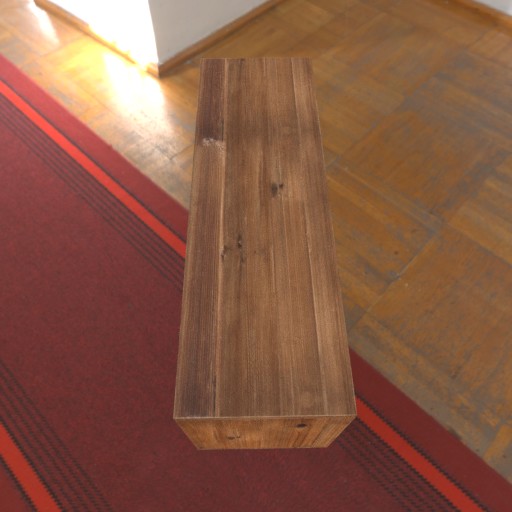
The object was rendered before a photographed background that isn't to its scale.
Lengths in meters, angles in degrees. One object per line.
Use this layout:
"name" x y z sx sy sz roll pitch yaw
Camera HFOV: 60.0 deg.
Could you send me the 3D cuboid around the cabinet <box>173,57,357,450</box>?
"cabinet" 0.000 0.000 1.785 0.472 0.800 1.400 -1 59 0
